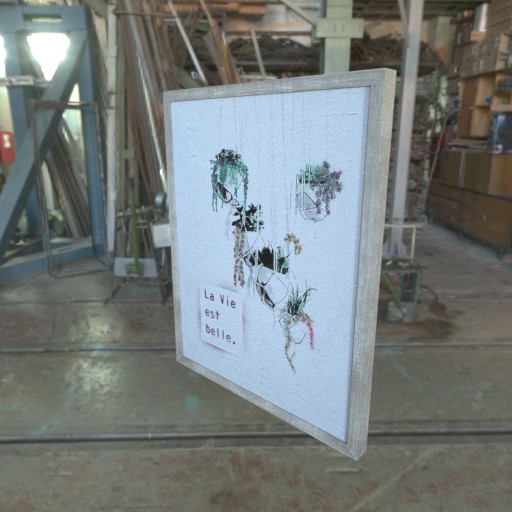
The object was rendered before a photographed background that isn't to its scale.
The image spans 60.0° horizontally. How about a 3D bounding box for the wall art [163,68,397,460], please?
[{"bbox_3d":[0.000,0.000,0.713,0.421,0.521,0.032,14,21,41],"label":"wall art"}]
